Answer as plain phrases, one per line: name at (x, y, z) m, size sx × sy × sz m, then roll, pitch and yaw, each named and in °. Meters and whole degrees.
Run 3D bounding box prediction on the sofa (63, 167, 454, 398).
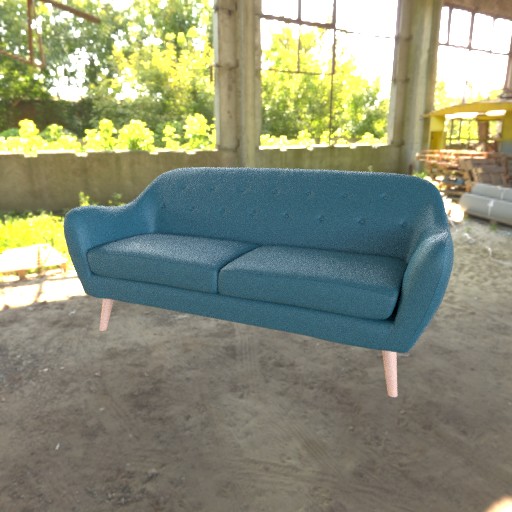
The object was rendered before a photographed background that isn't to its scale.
sofa at (0.000, 0.000, 2.270) m, size 1.840 × 0.836 × 0.820 m, roll 7°, pitch 16°, yaw 24°
